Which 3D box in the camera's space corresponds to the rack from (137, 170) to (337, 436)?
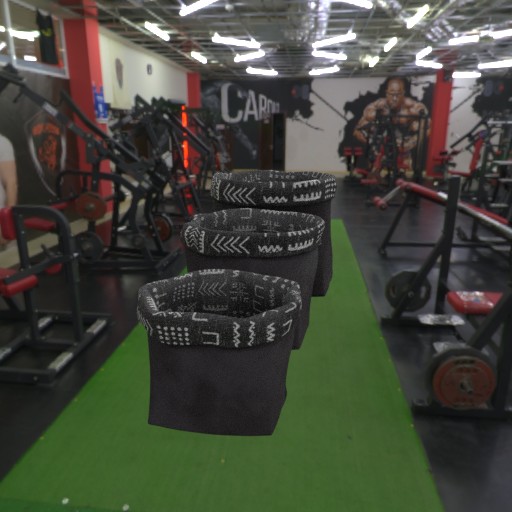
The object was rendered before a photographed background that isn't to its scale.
[{"bbox_3d":[0.000,0.000,1.048,0.379,0.323,0.905,3,17,8],"label":"rack"}]
